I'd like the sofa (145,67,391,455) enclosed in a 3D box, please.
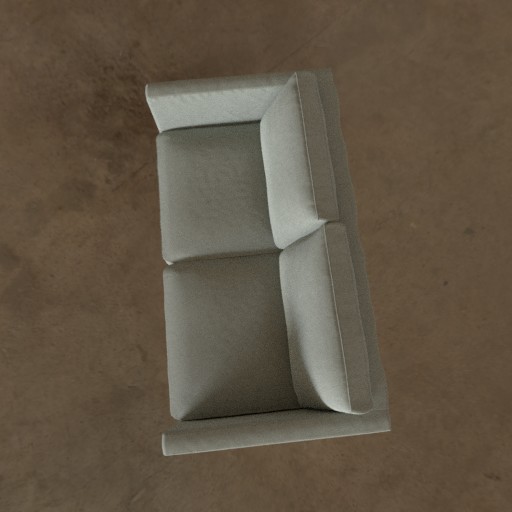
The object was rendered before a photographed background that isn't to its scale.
[{"bbox_3d":[0.000,0.000,2.237,0.944,0.830,1.727,-6,76,-1],"label":"sofa"}]
